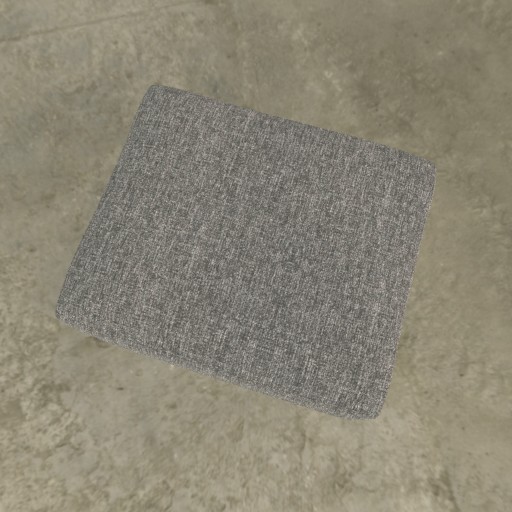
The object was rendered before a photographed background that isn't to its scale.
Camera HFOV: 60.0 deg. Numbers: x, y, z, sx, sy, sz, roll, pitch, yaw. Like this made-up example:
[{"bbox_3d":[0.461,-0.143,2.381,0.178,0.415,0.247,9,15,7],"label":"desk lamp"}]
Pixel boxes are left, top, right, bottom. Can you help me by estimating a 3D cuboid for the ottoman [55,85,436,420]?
[{"bbox_3d":[0.000,0.000,1.215,0.828,0.480,0.683,17,76,4],"label":"ottoman"}]
